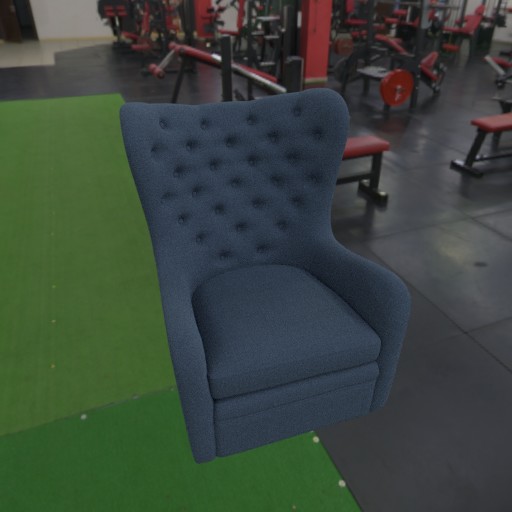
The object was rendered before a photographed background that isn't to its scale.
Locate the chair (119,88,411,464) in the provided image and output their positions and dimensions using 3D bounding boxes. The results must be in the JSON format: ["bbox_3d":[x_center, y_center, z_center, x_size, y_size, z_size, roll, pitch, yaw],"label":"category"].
[{"bbox_3d":[0.000,0.000,1.704,0.831,1.079,0.930,-10,34,-16],"label":"chair"}]
